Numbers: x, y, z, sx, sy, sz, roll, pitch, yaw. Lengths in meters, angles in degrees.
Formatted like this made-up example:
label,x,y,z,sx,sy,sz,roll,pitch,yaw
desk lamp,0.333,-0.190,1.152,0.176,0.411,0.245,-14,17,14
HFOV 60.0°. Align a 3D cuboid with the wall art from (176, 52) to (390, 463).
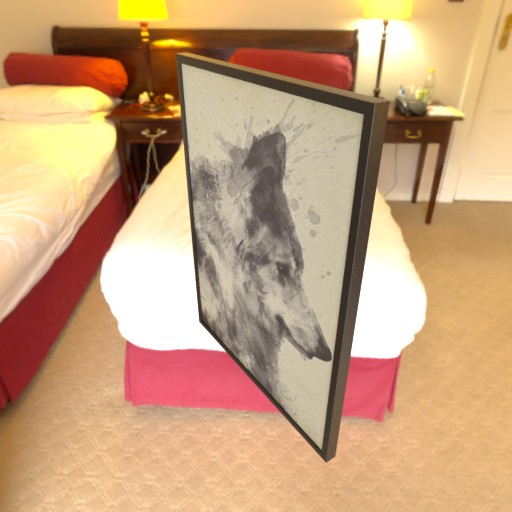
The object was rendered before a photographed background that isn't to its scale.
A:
label,x,y,z,sx,sy,sz,roll,pitch,yaw
wall art,0.000,0.000,1.361,0.039,1.061,0.804,-20,37,-29
